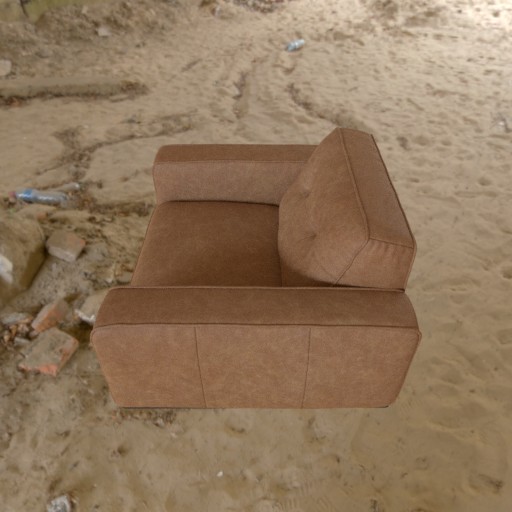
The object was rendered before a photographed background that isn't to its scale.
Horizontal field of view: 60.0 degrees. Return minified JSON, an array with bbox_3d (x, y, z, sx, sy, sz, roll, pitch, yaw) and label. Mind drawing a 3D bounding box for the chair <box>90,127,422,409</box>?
[{"bbox_3d":[0.000,0.000,1.743,0.952,0.782,1.118,1,41,1],"label":"chair"}]
